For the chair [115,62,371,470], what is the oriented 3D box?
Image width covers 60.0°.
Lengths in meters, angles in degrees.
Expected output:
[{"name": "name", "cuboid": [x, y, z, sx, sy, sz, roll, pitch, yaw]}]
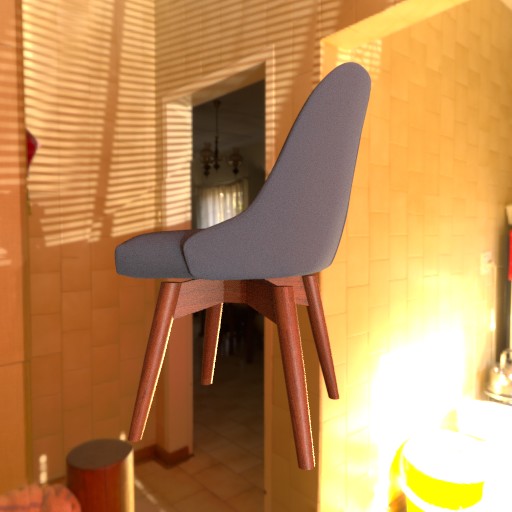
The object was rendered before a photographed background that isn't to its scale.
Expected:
[{"name": "chair", "cuboid": [0.000, 0.000, 1.191, 0.589, 0.882, 0.503, 1, 3, 18]}]
